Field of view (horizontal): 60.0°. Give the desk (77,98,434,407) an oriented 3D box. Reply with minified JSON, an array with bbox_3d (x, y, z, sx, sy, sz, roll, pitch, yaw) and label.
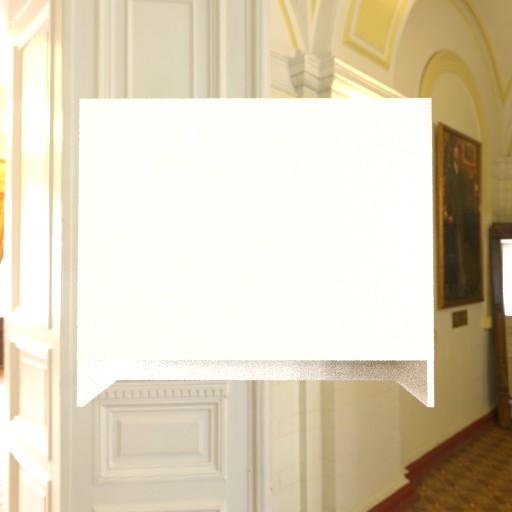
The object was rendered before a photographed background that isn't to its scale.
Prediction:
[{"bbox_3d":[0.000,0.000,1.636,0.940,0.818,0.926,0,-2,0],"label":"desk"}]
